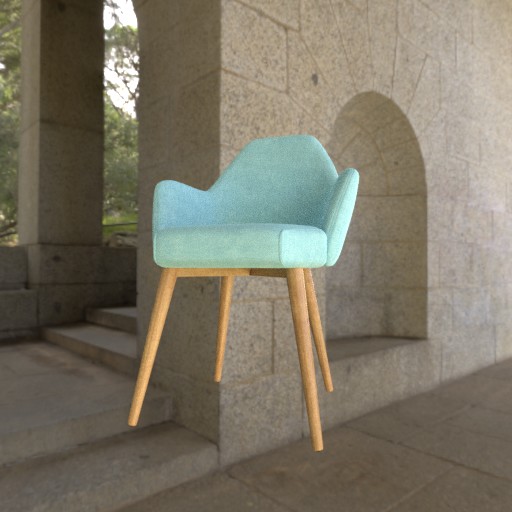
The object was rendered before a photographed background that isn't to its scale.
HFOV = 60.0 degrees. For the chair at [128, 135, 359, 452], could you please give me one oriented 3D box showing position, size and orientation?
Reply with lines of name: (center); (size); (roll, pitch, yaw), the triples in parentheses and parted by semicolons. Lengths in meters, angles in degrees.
chair: (0.000, 0.000, 1.277); (0.590, 0.840, 0.610); (0, -1, 19)
